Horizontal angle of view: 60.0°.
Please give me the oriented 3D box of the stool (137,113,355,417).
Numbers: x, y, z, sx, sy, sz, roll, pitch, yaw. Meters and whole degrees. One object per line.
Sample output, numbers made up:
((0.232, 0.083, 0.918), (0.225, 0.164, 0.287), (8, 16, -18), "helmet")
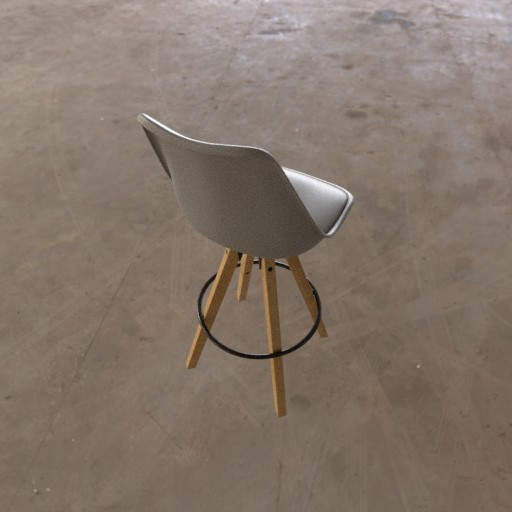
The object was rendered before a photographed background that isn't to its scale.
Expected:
((0.000, 0.000, 1.399), (0.485, 1.115, 0.550), (22, 49, 20), "stool")
